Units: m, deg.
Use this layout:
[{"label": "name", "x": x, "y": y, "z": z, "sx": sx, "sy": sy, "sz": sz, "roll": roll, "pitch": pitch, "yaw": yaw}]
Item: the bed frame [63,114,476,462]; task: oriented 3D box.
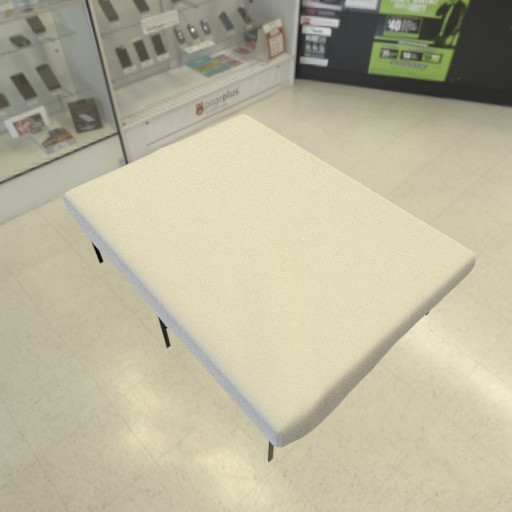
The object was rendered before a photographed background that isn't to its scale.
[{"label": "bed frame", "x": 0.000, "y": 0.000, "z": 2.896, "sx": 1.584, "sy": 0.667, "sz": 2.151, "roll": -33, "pitch": 55, "yaw": -26}]
